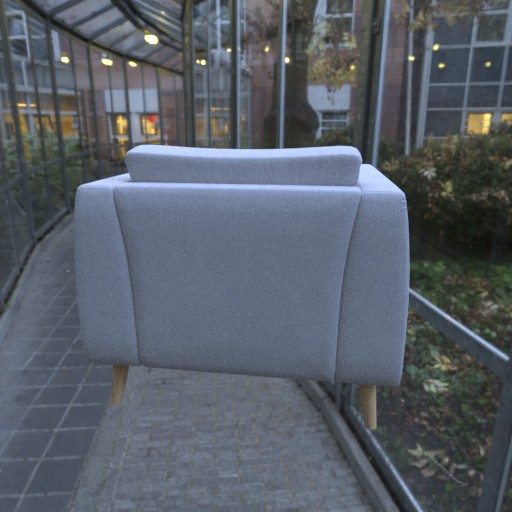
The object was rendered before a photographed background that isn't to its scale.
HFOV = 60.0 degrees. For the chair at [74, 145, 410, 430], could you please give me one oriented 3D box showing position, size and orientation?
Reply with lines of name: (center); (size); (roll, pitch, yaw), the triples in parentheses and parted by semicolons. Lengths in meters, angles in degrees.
chair: (0.000, 0.000, 1.732); (1.000, 0.860, 0.930); (2, 17, 8)
